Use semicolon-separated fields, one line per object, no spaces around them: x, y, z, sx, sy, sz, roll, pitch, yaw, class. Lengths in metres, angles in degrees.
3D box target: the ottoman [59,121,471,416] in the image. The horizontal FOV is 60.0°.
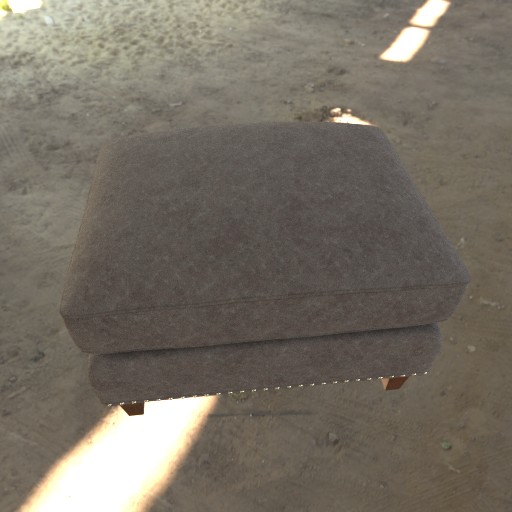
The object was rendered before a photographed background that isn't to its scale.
0.000;0.000;1.091;0.741;0.513;0.584;-4;45;-4;ottoman
